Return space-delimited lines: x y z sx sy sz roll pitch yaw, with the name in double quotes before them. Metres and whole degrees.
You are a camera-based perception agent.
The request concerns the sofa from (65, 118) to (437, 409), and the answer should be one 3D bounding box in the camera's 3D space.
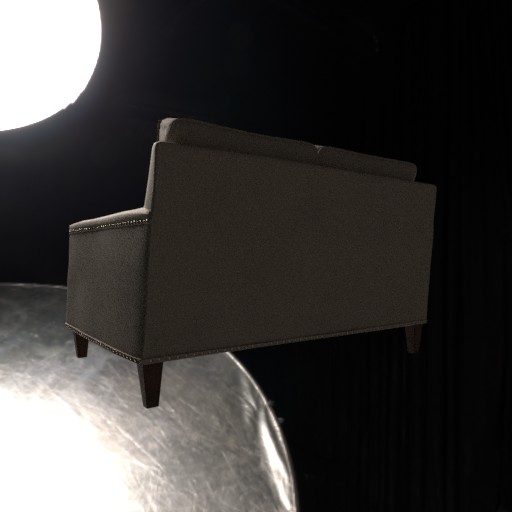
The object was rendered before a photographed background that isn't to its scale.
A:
"sofa" 0.000 0.000 2.231 1.597 1.003 1.084 0 0 -35
